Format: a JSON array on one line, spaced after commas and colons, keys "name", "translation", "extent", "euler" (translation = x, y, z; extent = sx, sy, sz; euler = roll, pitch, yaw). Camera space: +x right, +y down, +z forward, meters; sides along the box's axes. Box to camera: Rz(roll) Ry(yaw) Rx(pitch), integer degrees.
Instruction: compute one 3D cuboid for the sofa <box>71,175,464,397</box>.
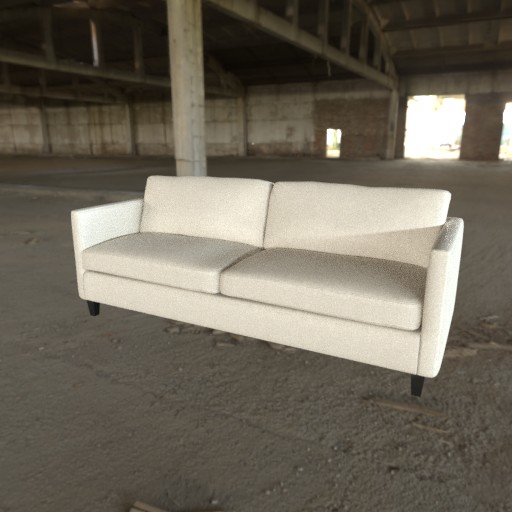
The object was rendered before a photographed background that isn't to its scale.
[{"name": "sofa", "translation": [0.000, 0.000, 2.946], "extent": [2.434, 0.965, 0.948], "euler": [8, 17, 26]}]
